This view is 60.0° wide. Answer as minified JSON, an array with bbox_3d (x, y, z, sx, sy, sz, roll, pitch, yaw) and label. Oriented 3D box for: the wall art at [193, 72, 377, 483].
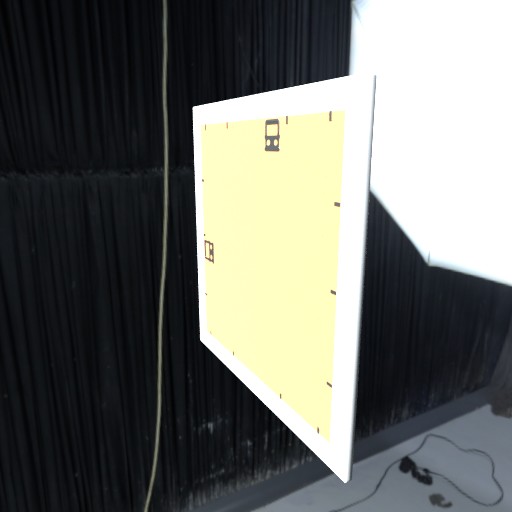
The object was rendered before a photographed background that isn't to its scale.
[{"bbox_3d":[0.000,0.000,0.853,0.013,0.584,0.584,-8,16,-28],"label":"wall art"}]
